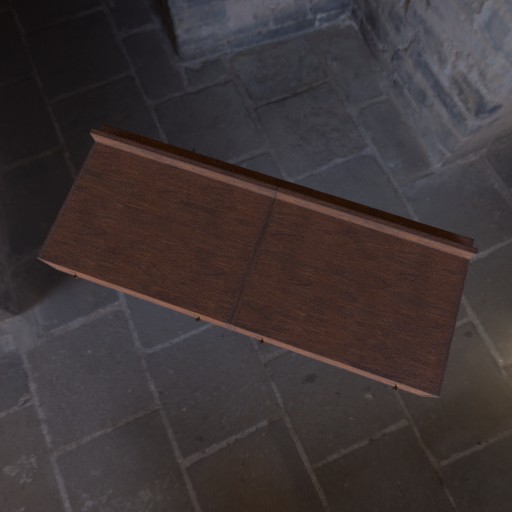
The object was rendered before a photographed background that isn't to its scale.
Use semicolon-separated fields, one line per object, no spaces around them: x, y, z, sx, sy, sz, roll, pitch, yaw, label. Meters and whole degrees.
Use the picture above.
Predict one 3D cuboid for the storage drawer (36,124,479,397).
0.000;0.000;2.162;1.914;0.339;0.774;18;75;5;storage drawer
